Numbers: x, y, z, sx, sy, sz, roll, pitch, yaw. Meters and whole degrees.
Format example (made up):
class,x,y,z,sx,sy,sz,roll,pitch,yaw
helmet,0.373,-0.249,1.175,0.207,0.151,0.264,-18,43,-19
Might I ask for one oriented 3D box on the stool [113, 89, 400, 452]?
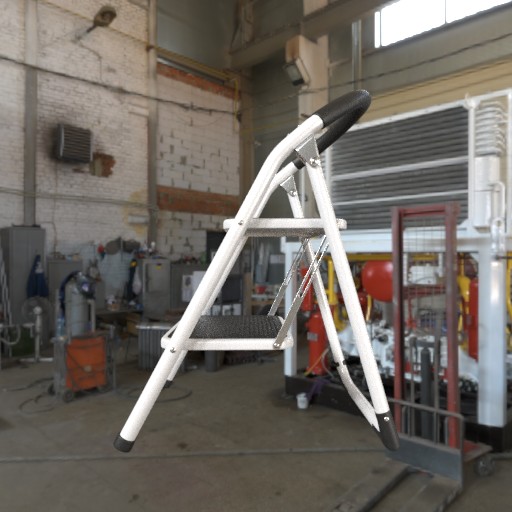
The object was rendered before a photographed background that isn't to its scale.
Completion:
class,x,y,z,sx,sy,sz,roll,pitch,yaw
stool,0.000,0.000,1.074,0.559,0.760,0.453,0,0,-1
